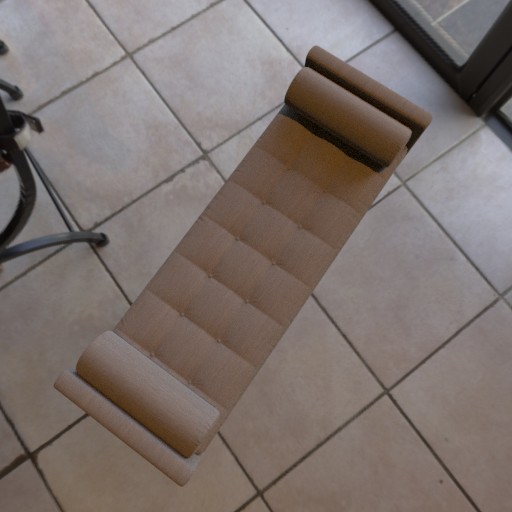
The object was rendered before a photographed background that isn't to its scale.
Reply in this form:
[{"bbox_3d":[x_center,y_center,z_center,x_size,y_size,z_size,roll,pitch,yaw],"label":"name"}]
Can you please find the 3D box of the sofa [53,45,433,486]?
[{"bbox_3d":[0.000,0.000,2.251,0.686,0.635,1.981,34,80,7],"label":"sofa"}]
